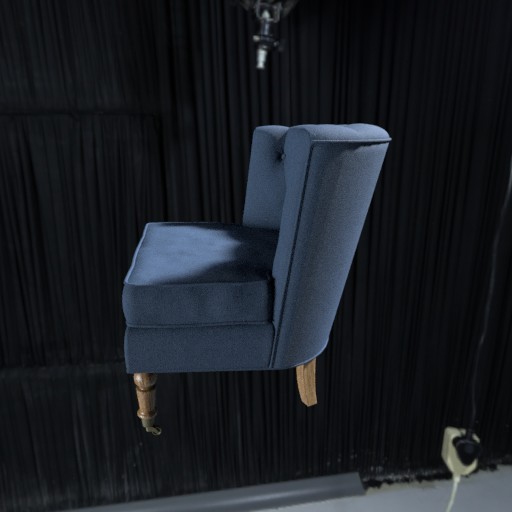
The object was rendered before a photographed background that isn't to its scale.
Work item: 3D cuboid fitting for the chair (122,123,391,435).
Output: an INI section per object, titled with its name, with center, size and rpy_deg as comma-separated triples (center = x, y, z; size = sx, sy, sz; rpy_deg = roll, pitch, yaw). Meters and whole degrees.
[chair]
center = 0.000, 0.000, 1.352
size = 0.718, 0.771, 0.740
rpy_deg = -2, 16, -8
